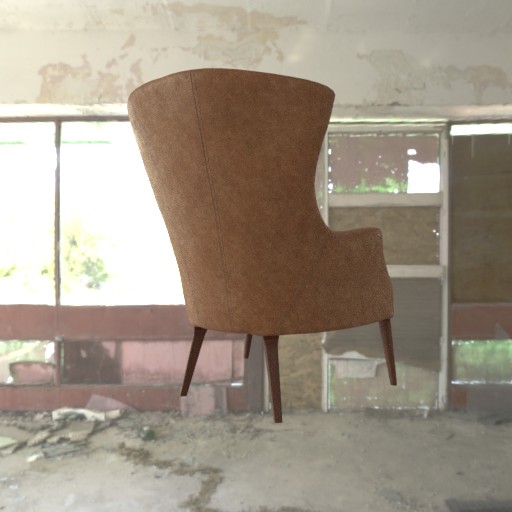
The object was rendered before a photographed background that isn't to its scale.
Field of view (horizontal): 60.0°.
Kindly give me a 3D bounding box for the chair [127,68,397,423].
[{"bbox_3d":[0.000,0.000,1.690,0.846,1.067,0.955,1,1,36],"label":"chair"}]
